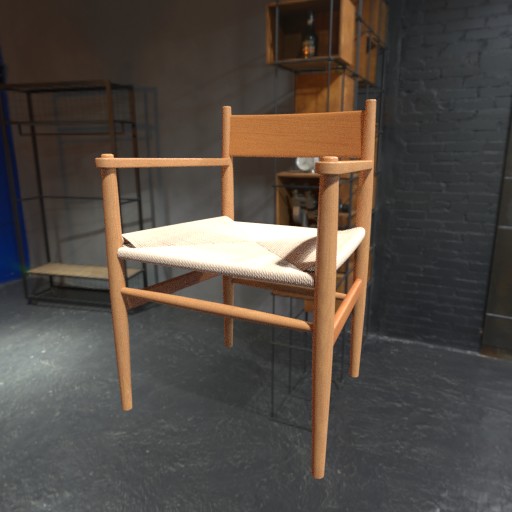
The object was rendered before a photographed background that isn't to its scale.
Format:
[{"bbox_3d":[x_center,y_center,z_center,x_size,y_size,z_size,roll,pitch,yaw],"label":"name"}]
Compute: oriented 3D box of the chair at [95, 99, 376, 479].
[{"bbox_3d":[0.000,0.000,1.112,0.556,0.762,0.495,7,16,27],"label":"chair"}]
